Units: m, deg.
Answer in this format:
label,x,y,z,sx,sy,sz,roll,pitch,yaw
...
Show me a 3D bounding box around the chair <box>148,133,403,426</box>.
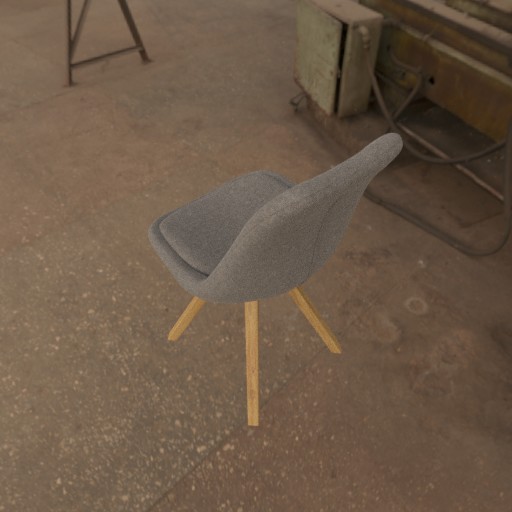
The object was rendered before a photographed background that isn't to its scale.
label,x,y,z,sx,sy,sz,roll,pitch,yaw
chair,0.000,0.000,1.215,0.483,0.865,0.550,-32,54,-28
